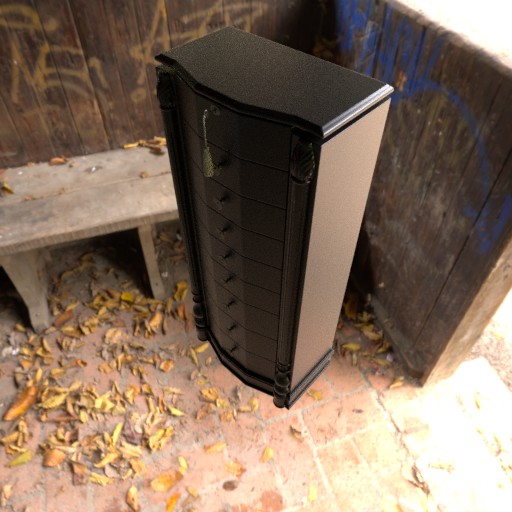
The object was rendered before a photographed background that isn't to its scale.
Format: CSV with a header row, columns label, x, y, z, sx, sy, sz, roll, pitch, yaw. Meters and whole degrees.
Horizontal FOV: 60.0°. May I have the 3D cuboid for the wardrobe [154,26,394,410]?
label,x,y,z,sx,sy,sz,roll,pitch,yaw
wardrobe,0.000,0.000,1.204,0.444,1.011,0.295,34,56,27
